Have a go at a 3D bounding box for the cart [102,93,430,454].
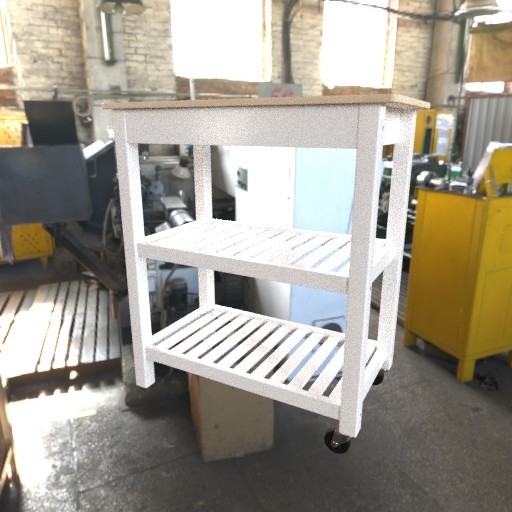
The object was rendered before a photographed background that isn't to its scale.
[{"bbox_3d":[0.000,0.000,1.422,0.899,0.927,0.457,9,19,28],"label":"cart"}]
